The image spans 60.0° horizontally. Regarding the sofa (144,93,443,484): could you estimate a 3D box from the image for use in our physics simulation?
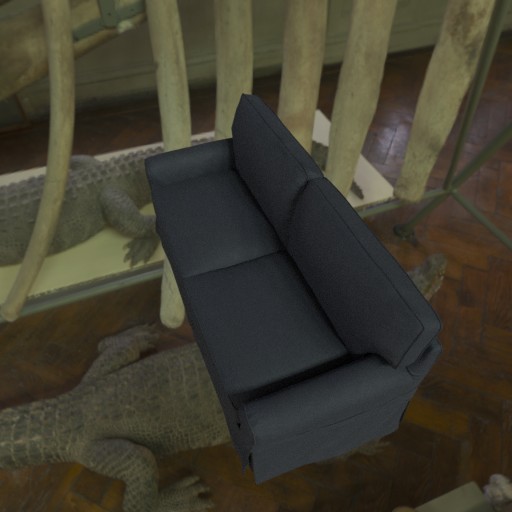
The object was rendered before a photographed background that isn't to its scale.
[{"bbox_3d":[0.000,0.000,2.784,0.983,1.094,2.256,-17,50,-15],"label":"sofa"}]
